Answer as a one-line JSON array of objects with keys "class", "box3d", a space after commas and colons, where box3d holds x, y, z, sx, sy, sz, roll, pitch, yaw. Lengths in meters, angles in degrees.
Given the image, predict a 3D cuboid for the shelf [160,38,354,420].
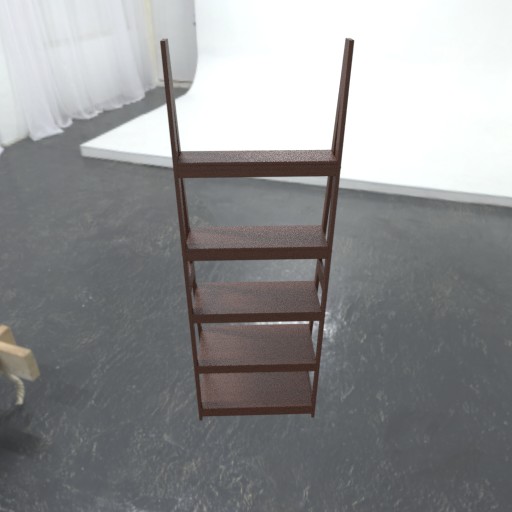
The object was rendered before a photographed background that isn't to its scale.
[{"class": "shelf", "box3d": [0.000, 0.000, 1.970, 0.600, 1.770, 0.350, -1, 32, -2]}]
